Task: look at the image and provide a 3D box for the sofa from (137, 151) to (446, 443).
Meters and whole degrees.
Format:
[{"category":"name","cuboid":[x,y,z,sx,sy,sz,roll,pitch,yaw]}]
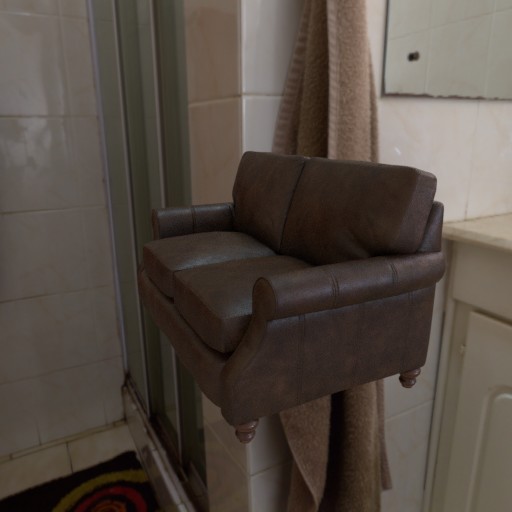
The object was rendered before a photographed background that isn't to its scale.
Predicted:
[{"category":"sofa","cuboid":[0.000,0.000,2.248,0.990,0.976,1.616,-8,18,-26]}]
